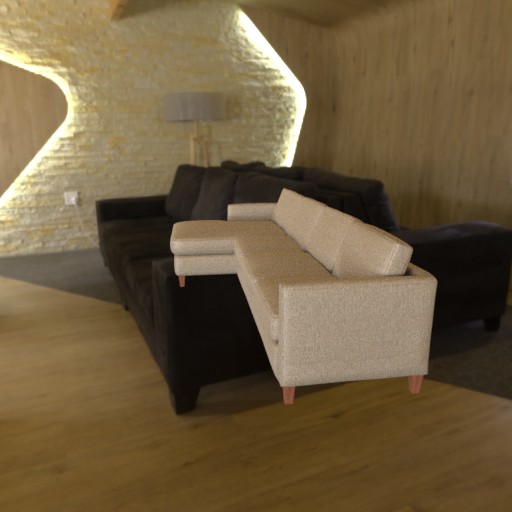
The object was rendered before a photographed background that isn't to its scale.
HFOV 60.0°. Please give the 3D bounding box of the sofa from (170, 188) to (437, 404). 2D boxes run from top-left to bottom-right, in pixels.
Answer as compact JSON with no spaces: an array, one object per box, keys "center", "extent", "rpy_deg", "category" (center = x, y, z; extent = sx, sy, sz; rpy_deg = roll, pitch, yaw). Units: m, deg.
[{"center":[0.000,0.000,3.788],"extent":[1.502,0.876,3.201],"rpy_deg":[-2,14,-8],"category":"sofa"}]
